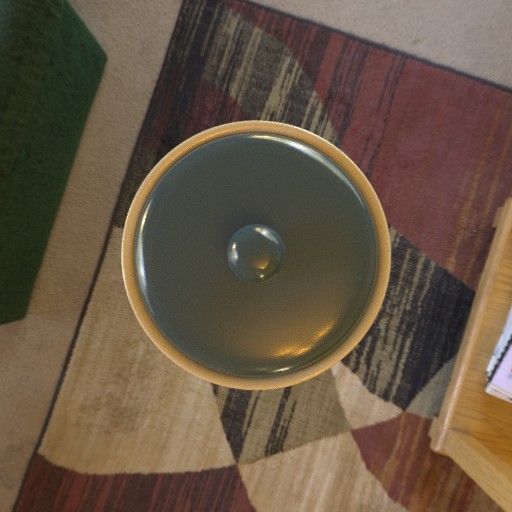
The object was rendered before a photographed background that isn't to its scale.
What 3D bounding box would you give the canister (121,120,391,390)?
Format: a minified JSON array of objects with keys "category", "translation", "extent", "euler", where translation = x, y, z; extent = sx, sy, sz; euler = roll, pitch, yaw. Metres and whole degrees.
[{"category":"canister","translation":[0.000,0.000,0.357],"extent":[0.182,0.208,0.182],"euler":[0,89,0]}]
